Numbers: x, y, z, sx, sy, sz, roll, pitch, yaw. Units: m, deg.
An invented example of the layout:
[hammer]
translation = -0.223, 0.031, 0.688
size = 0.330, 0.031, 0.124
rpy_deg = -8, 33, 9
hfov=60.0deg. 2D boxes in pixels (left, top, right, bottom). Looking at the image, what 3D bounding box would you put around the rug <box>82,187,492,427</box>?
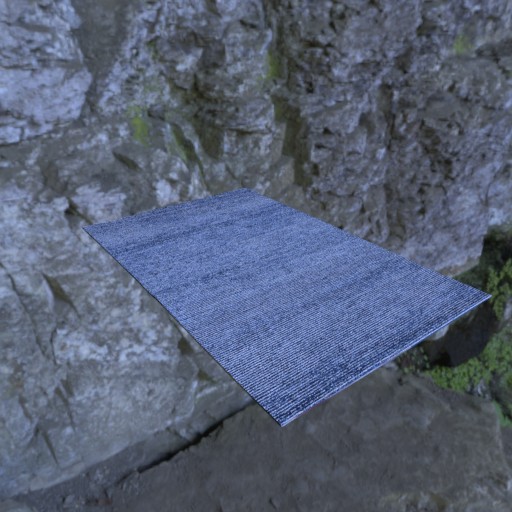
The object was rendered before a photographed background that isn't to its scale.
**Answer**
[rug]
translation = 0.000, 0.000, 2.203
size = 1.159, 0.025, 1.793
rpy_deg = -19, 33, -32
